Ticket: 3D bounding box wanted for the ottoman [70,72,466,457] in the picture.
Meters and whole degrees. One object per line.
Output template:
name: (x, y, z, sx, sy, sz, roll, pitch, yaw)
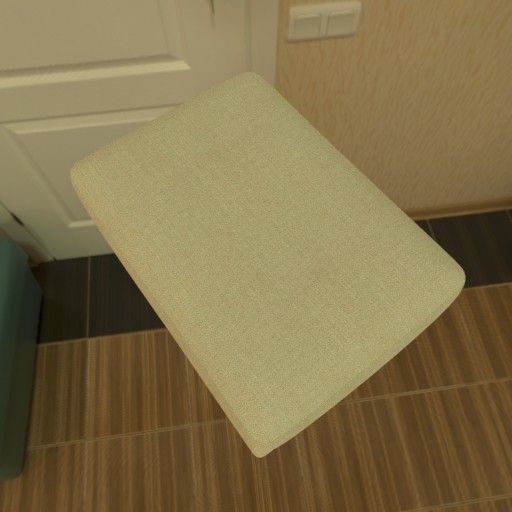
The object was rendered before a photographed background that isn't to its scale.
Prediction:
ottoman: (0.000, 0.000, 1.261, 0.637, 0.478, 0.885, -34, 68, -15)
